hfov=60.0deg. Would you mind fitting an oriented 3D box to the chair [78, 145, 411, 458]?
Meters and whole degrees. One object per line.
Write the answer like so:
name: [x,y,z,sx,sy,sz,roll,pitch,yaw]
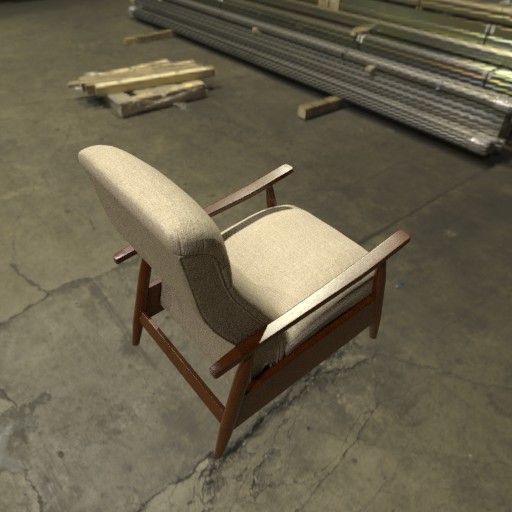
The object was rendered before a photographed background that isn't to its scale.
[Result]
chair: [0.000,0.000,1.827,1.014,1.082,0.762,-28,48,-28]
